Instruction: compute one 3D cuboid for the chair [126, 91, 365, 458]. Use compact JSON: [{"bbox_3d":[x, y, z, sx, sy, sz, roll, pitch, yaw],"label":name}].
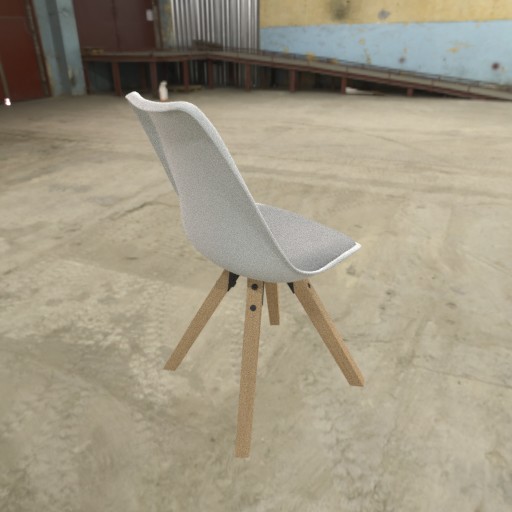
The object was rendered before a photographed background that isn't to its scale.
[{"bbox_3d":[0.000,0.000,1.202,0.550,0.850,0.485,-18,31,-32],"label":"chair"}]
